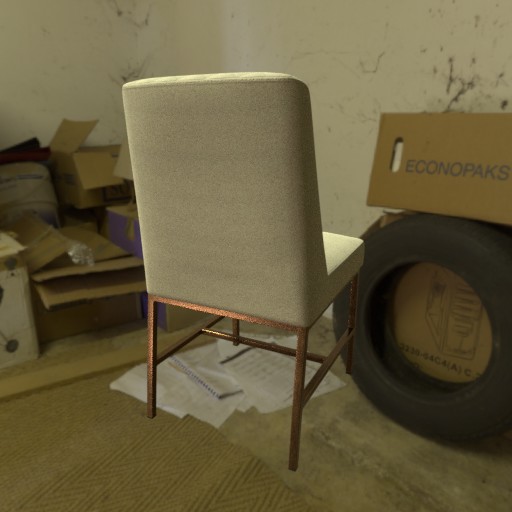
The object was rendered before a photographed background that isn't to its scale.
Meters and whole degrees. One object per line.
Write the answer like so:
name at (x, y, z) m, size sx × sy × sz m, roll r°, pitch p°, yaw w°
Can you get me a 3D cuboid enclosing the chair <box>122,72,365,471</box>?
chair at (0.000, 0.000, 1.291) m, size 0.503 × 0.933 × 0.597 m, roll 8°, pitch 18°, yaw 26°
